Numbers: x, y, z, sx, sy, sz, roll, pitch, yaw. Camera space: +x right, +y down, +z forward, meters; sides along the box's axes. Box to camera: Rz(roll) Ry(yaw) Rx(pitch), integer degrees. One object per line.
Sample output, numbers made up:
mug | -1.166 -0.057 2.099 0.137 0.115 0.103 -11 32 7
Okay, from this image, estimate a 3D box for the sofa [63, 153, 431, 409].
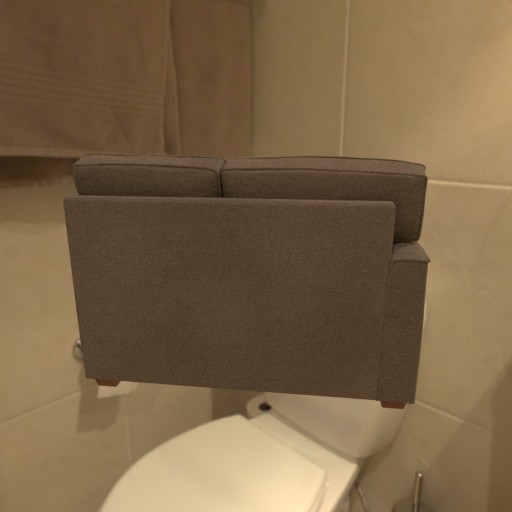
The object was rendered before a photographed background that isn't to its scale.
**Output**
sofa | 0.000 0.000 2.133 1.388 0.989 0.991 2 16 7
